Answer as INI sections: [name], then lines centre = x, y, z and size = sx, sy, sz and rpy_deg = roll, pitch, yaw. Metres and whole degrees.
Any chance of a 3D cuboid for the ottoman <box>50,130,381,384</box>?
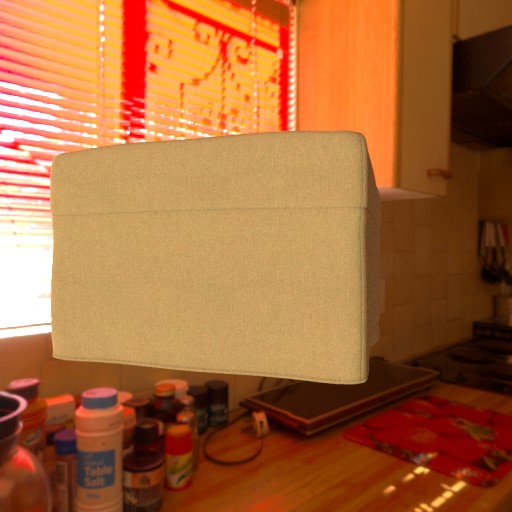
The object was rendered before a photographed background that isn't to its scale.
[ottoman]
centre = 0.000, 0.000, 1.205
size = 0.648, 0.461, 0.833
rpy_deg = 0, 1, 17
